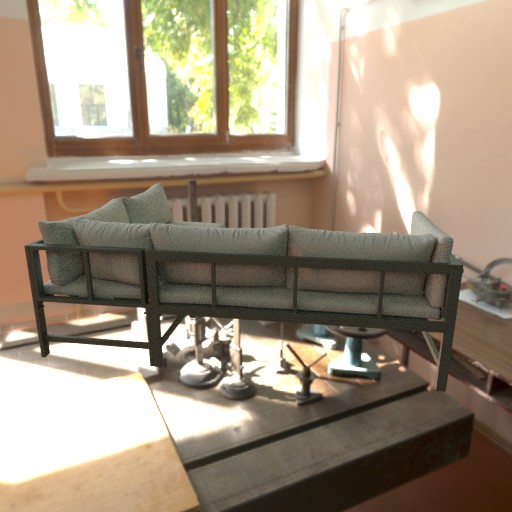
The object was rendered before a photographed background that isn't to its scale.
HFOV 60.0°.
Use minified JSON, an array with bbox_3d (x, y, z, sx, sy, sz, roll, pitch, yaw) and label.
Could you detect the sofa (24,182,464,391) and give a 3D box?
[{"bbox_3d":[0.000,0.000,2.925,2.096,0.758,1.658,3,17,9],"label":"sofa"}]
